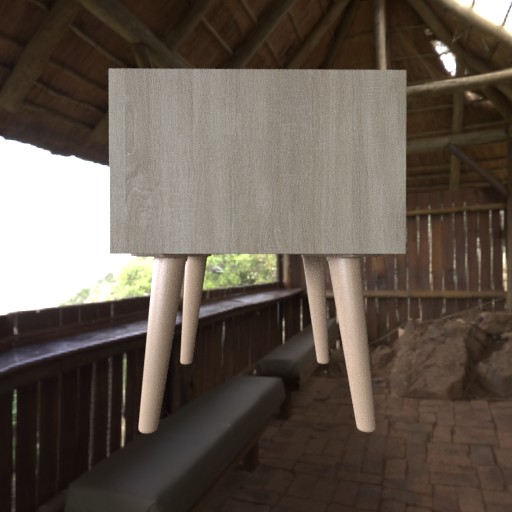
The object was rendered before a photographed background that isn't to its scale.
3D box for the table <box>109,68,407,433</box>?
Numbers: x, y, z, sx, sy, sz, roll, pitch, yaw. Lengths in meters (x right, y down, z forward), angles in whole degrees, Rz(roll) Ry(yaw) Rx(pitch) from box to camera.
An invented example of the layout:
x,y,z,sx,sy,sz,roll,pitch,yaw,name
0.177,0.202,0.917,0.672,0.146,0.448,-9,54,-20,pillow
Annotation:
x,y,z,sx,sy,sz,roll,pitch,yaw,name
0.000,0.000,0.778,0.370,0.470,0.450,0,1,-1,table
